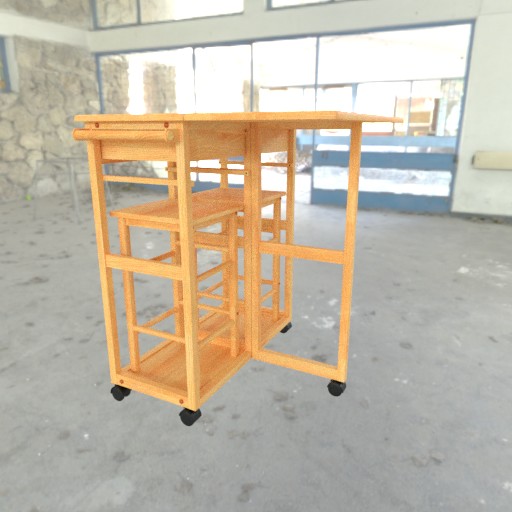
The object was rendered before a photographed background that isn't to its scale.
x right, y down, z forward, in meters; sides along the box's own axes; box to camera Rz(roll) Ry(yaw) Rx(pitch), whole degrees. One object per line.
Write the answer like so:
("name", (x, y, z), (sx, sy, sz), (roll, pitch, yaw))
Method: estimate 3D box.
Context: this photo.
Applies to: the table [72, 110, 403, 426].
("table", (0.000, 0.000, 1.384), (0.693, 0.832, 0.752), (8, 18, 26))
